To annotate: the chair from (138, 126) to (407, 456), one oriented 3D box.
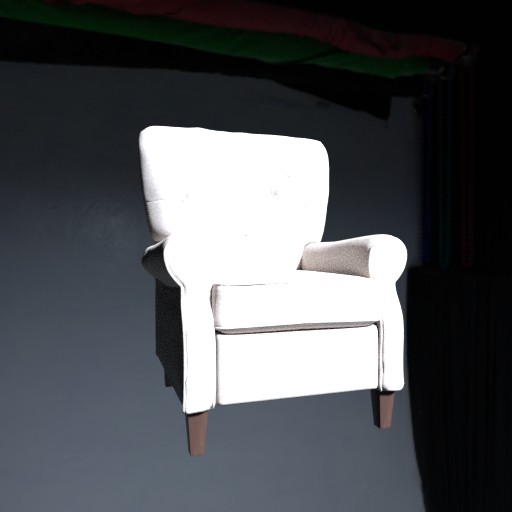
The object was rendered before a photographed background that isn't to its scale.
[{"bbox_3d":[0.000,0.000,1.884,0.942,1.209,1.025,0,0,-18],"label":"chair"}]
